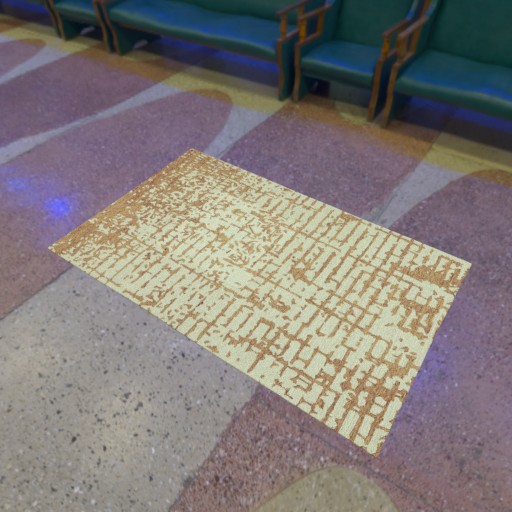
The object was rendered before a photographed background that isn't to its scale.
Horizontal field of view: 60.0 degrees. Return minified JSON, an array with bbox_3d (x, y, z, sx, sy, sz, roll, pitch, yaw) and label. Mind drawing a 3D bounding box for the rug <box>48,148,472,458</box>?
[{"bbox_3d":[0.000,0.000,2.991,2.435,0.011,1.517,27,52,23],"label":"rug"}]
